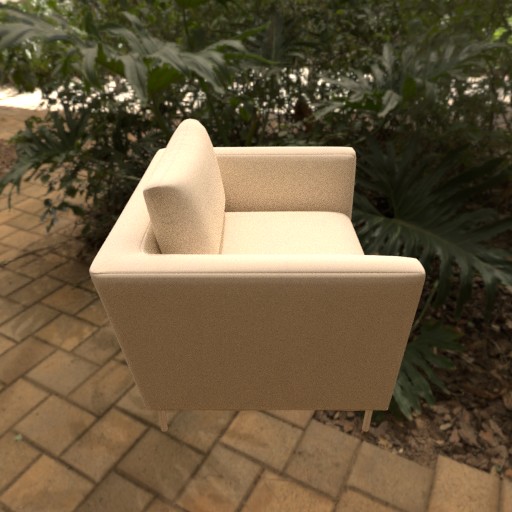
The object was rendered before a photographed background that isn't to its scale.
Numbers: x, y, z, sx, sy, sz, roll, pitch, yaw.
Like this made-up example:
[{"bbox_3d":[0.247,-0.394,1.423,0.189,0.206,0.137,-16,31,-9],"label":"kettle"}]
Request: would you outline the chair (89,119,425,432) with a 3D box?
[{"bbox_3d":[0.000,0.000,1.693,0.889,0.865,1.041,0,32,0],"label":"chair"}]
